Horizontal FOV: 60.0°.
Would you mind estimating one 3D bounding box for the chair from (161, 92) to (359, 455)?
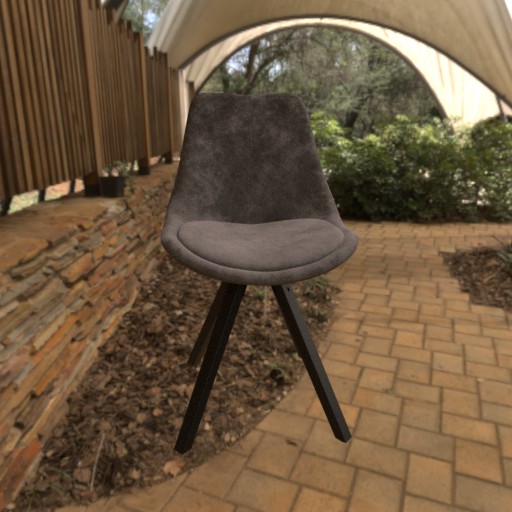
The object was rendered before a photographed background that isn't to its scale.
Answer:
[{"bbox_3d":[0.000,0.000,1.177,0.485,0.850,0.550,-2,16,-6],"label":"chair"}]
